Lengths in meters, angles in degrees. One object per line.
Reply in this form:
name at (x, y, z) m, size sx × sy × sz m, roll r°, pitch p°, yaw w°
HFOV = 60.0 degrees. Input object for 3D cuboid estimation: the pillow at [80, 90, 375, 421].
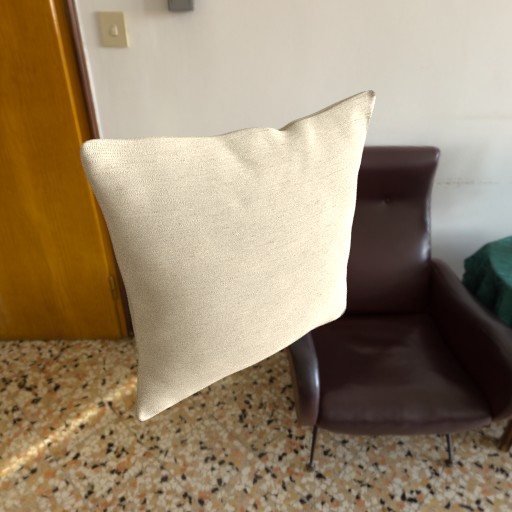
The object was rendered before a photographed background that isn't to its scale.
pillow at (0.000, 0.000, 0.653) m, size 0.437 × 0.420 × 0.162 m, roll -21°, pitch 37°, yaw -31°
